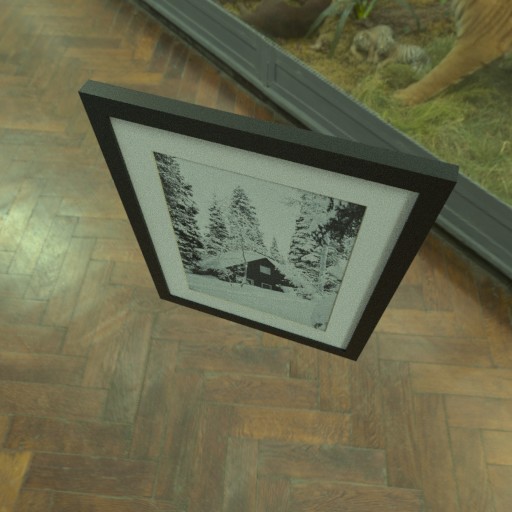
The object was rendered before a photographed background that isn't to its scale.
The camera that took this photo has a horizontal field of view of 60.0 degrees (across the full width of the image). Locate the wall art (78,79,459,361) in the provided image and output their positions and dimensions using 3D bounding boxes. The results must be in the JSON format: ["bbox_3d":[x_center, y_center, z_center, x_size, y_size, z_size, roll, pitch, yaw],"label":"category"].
[{"bbox_3d":[0.000,0.000,0.532,0.325,0.397,0.018,16,59,10],"label":"wall art"}]
